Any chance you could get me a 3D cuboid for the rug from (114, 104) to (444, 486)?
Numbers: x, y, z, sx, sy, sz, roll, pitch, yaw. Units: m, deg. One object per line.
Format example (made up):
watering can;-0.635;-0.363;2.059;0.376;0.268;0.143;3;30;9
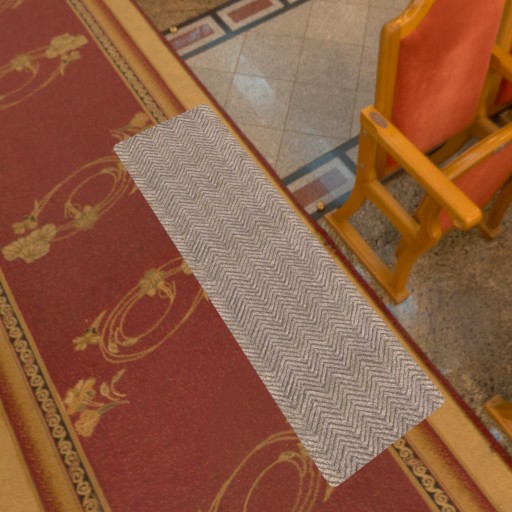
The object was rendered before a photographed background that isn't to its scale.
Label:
rug;0.000;0.000;2.453;0.686;0.008;2.286;-30;67;-14
